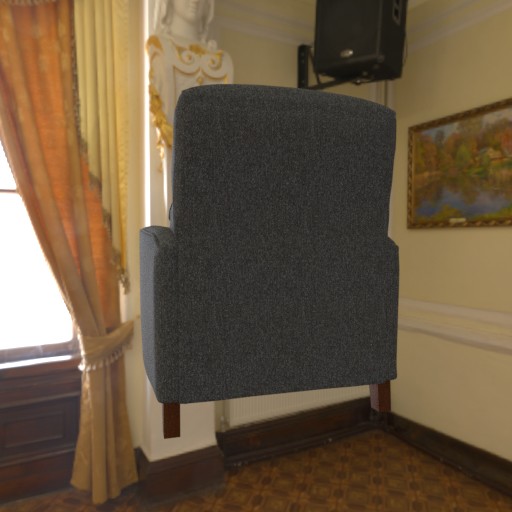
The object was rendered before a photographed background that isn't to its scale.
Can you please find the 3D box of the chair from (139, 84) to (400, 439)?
[{"bbox_3d":[0.000,0.000,1.668,0.839,1.016,0.850,-1,2,-16],"label":"chair"}]
